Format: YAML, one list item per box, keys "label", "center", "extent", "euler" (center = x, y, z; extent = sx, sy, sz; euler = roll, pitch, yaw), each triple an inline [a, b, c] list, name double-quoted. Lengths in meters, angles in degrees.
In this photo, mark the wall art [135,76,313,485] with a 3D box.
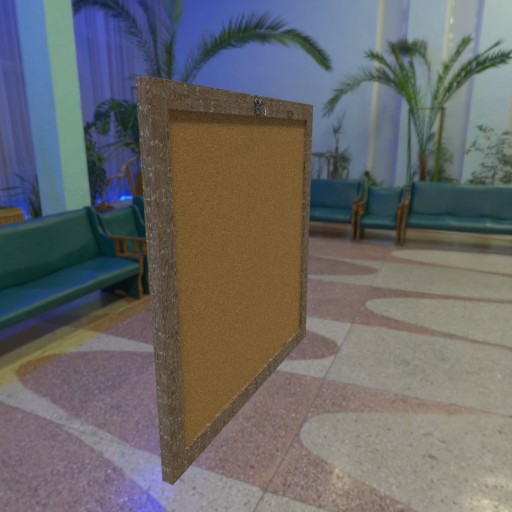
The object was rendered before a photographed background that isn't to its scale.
- label: "wall art"
  center: [0.000, 0.000, 0.556]
  extent: [0.022, 0.380, 0.380]
  euler: [7, 17, 25]
